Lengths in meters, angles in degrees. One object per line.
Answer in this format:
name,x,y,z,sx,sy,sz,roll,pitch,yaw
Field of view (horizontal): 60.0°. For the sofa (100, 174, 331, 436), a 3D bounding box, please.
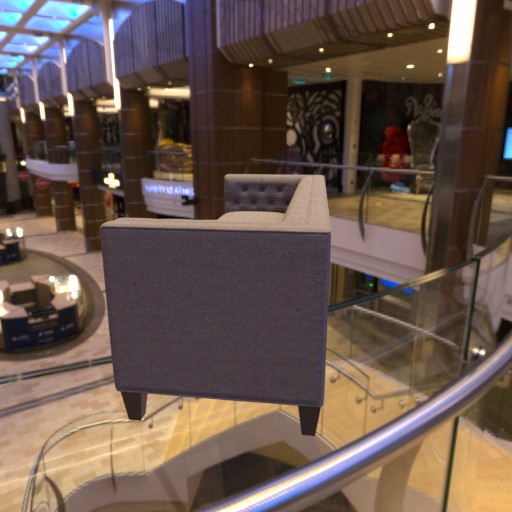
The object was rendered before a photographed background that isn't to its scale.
sofa,0.000,0.000,2.554,0.775,0.762,2.159,2,15,8
